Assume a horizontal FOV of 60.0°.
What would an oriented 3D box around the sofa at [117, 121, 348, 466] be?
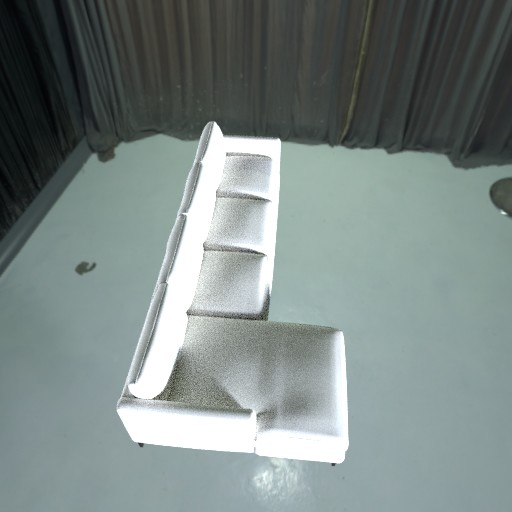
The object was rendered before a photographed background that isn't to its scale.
[{"bbox_3d":[0.000,0.000,3.881,1.467,0.875,3.186,4,47,3],"label":"sofa"}]
